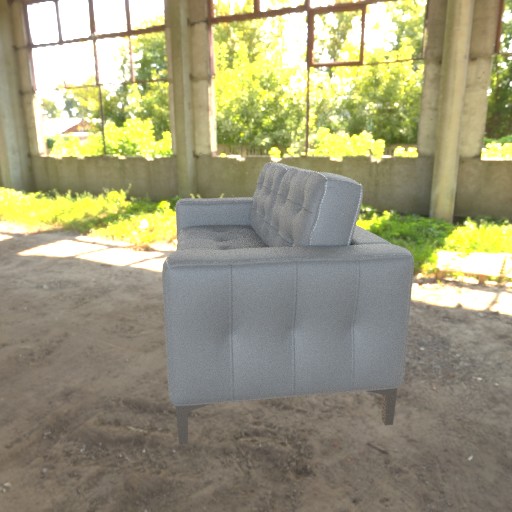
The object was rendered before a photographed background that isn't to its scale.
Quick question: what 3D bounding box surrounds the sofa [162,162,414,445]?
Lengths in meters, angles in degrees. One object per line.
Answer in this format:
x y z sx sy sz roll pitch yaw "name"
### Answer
0.000 0.000 2.244 0.833 0.892 1.726 -2 14 -8 "sofa"
